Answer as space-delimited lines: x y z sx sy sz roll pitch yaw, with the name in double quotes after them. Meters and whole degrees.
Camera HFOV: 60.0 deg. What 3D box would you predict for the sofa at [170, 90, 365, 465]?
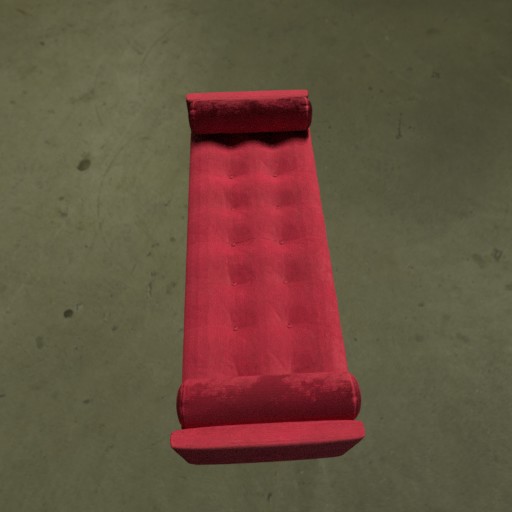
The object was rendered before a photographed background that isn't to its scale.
0.000 0.000 2.519 0.796 0.705 2.102 -2 59 -2 "sofa"
